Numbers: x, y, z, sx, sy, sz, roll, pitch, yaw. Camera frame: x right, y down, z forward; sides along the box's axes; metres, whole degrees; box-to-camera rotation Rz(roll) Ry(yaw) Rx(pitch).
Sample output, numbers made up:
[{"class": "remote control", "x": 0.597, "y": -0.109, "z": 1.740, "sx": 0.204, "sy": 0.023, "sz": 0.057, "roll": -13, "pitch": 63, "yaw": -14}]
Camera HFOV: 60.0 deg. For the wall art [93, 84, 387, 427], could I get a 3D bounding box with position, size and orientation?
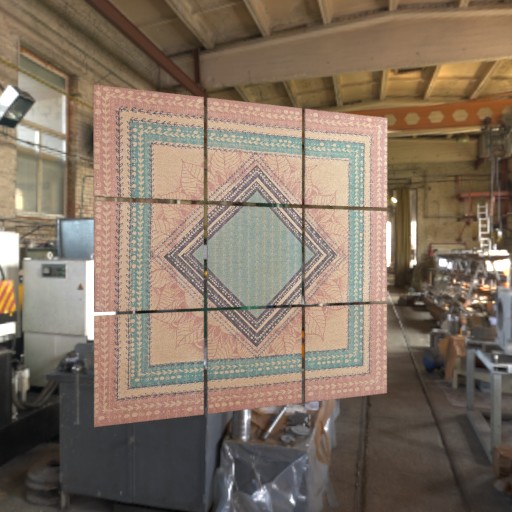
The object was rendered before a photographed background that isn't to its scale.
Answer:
[{"class": "wall art", "x": 0.000, "y": 0.000, "z": 2.221, "sx": 1.527, "sy": 1.525, "sz": 0.014, "roll": 0, "pitch": 0, "yaw": -18}]
